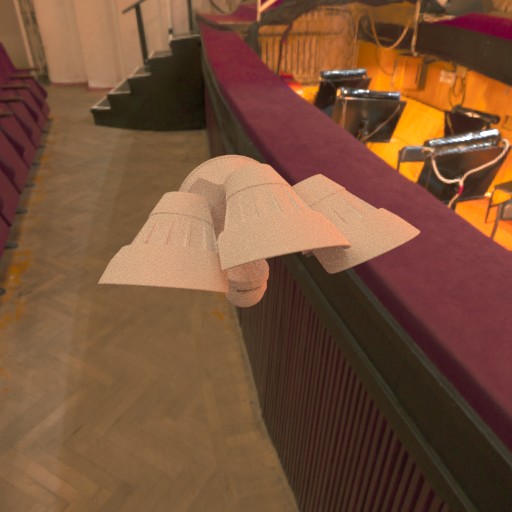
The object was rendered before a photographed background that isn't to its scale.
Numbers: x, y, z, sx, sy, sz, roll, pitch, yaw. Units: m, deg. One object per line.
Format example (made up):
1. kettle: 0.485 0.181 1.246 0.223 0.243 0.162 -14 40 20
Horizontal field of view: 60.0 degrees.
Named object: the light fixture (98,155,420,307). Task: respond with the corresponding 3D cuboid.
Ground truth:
1. light fixture: 0.000 0.000 0.556 0.369 0.237 0.278 -9 33 -14
